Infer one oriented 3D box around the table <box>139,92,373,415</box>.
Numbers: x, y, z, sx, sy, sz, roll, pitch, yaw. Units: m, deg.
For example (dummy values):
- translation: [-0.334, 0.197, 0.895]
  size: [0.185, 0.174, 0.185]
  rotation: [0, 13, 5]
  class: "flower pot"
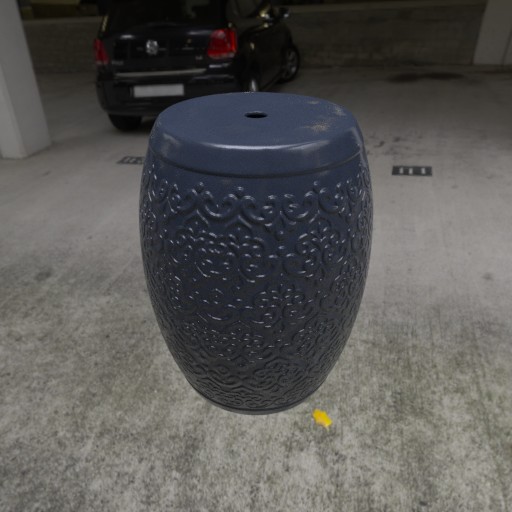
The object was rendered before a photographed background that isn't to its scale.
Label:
- translation: [0.000, 0.000, 0.625]
  size: [0.309, 0.397, 0.309]
  rotation: [0, 33, 0]
  class: "table"
